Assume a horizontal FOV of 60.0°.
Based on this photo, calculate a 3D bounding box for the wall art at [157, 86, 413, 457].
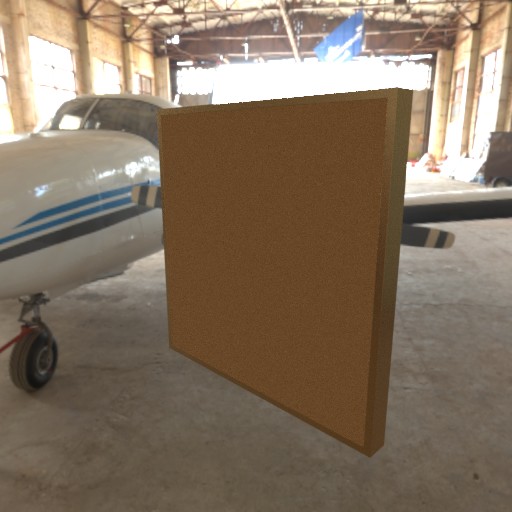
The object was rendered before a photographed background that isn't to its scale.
[{"bbox_3d":[0.000,0.000,0.771,0.509,0.509,0.040,14,20,43],"label":"wall art"}]
